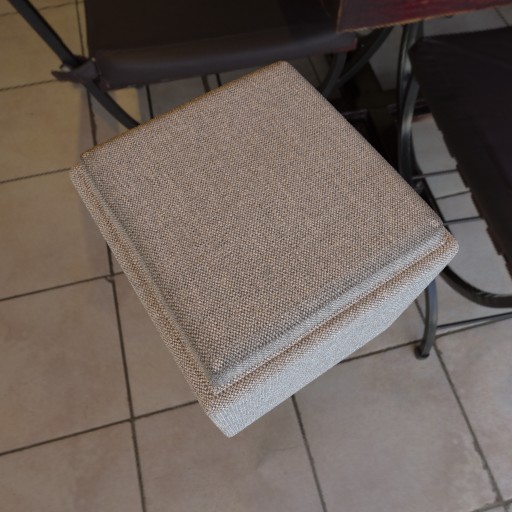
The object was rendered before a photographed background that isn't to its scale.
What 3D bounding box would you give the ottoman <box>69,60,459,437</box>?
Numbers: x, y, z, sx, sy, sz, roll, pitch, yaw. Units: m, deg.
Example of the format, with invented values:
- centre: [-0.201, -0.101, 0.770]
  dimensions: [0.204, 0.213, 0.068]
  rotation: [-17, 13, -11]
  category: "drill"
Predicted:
- centre: [0.000, 0.000, 0.836]
  dimensions: [0.436, 0.487, 0.454]
  rotation: [-31, 68, -14]
  category: "ottoman"
